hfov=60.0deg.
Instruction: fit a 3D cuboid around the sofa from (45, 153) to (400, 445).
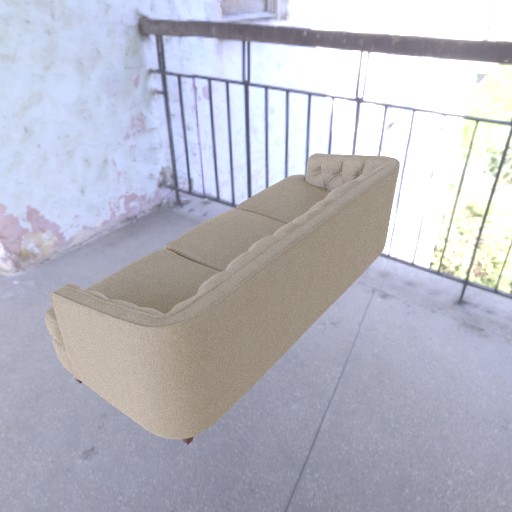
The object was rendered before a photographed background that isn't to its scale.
[{"bbox_3d":[0.000,0.000,2.657,0.913,0.788,2.235,22,38,31],"label":"sofa"}]
